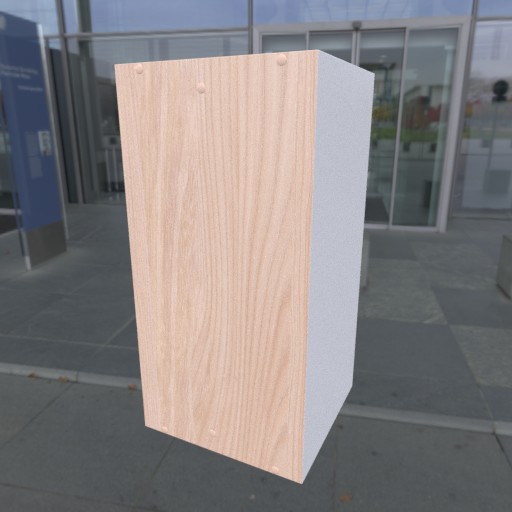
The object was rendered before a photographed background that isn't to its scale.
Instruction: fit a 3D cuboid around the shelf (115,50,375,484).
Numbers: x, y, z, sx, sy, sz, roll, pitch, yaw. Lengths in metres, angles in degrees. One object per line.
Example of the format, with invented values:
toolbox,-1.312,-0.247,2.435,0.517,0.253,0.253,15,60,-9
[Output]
shelf,0.000,0.000,0.762,0.297,0.594,0.290,8,19,25
